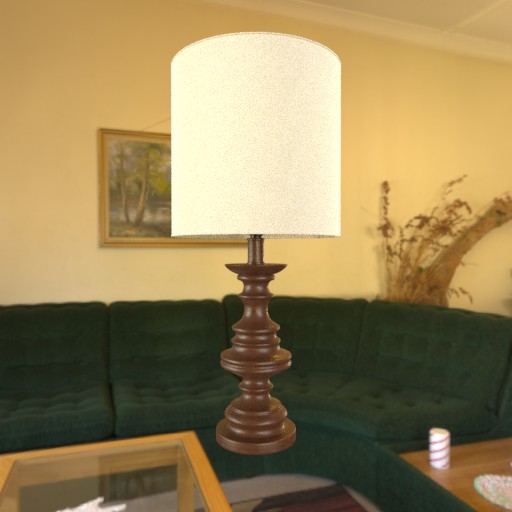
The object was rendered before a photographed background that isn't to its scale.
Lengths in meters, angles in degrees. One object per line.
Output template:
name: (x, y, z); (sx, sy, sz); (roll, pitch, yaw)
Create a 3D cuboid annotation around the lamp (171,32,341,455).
lamp: (0.000, 0.000, 0.555); (0.208, 0.455, 0.208); (-1, 1, -36)
